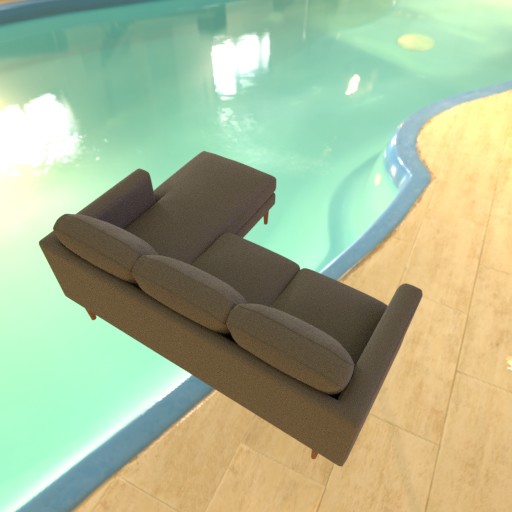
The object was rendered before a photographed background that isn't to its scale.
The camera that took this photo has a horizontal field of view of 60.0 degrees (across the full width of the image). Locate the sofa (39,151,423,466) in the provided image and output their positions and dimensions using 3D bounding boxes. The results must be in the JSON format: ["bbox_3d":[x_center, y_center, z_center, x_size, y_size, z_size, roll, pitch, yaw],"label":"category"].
[{"bbox_3d":[0.000,0.000,2.849,2.031,0.897,1.591,25,52,21],"label":"sofa"}]
